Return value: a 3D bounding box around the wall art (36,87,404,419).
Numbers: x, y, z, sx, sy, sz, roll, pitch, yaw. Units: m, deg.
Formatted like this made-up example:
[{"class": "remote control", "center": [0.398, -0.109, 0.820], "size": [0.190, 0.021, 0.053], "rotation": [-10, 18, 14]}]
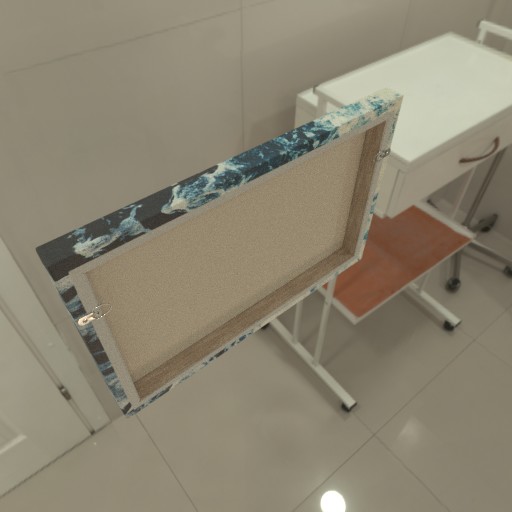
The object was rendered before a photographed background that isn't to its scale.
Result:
[{"class": "wall art", "center": [0.000, 0.000, 0.768], "size": [0.609, 0.407, 0.043], "rotation": [-31, 54, -25]}]
